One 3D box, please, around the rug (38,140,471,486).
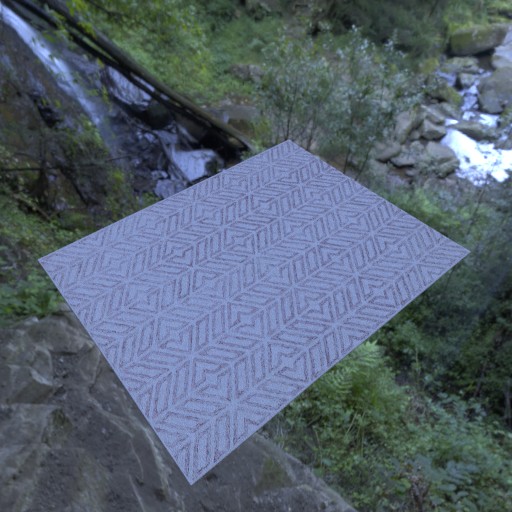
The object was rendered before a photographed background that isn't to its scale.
[{"bbox_3d":[0.000,0.000,3.972,3.045,0.008,2.421,-31,54,-26],"label":"rug"}]
